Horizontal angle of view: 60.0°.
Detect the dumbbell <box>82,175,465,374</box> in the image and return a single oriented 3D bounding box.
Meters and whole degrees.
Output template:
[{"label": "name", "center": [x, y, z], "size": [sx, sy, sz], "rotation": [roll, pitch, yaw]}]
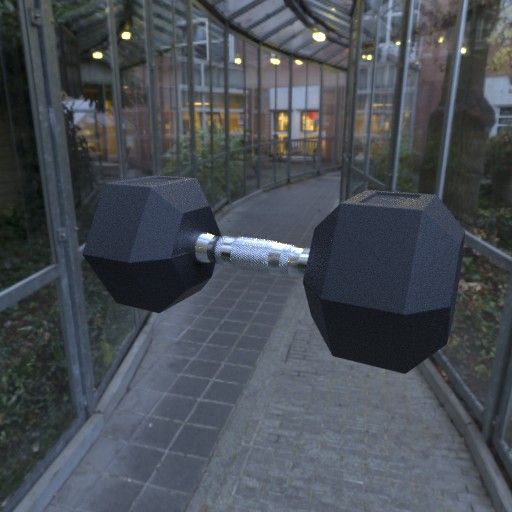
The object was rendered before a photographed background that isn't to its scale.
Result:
[{"label": "dumbbell", "center": [0.000, 0.000, 0.404], "size": [0.337, 0.123, 0.142], "rotation": [9, 19, 27]}]
